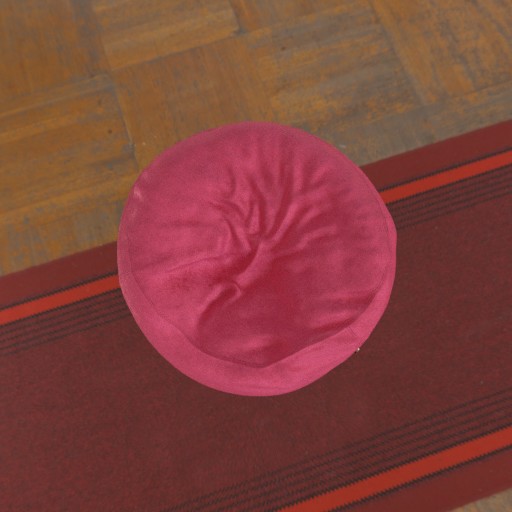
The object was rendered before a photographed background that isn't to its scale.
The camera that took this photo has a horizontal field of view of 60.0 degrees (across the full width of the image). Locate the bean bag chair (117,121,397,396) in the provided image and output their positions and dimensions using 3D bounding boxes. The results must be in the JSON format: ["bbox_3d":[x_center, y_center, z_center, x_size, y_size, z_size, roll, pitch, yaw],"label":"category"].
[{"bbox_3d":[0.000,0.000,2.015,1.218,0.788,1.218,0,74,0],"label":"bean bag chair"}]
